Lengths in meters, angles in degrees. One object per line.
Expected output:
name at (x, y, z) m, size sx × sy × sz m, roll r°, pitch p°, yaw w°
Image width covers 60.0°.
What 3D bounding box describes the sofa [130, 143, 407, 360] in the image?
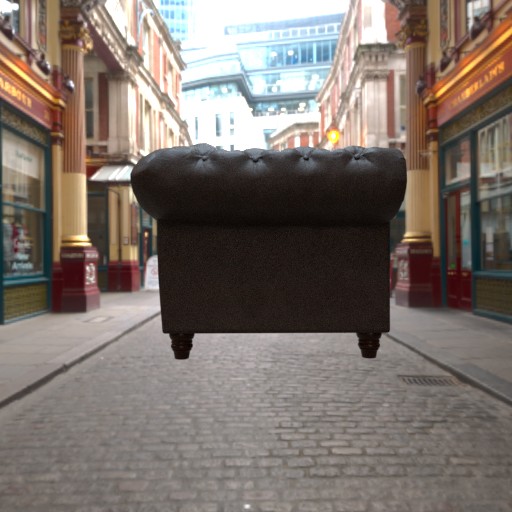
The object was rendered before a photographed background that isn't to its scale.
sofa at (0.000, 0.000, 2.431) m, size 0.944 × 0.779 × 2.048 m, roll 0°, pitch -1°, yaw -2°
